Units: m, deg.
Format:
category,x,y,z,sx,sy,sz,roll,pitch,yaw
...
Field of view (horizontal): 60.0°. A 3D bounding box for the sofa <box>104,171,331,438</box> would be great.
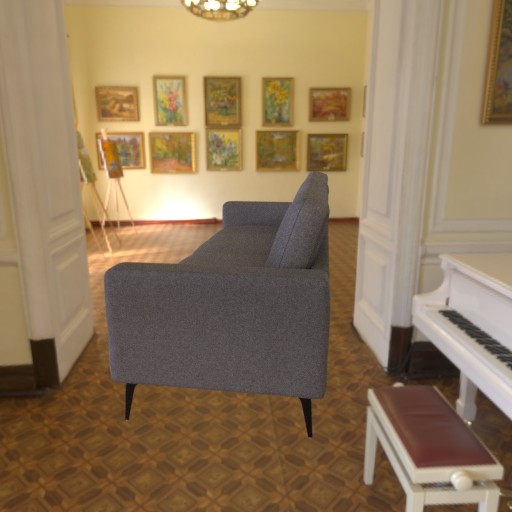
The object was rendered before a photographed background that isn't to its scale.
category,x,y,z,sx,sy,sz,roll,pitch,yaw
sofa,0.000,0.000,2.396,0.774,0.828,1.925,2,14,8
